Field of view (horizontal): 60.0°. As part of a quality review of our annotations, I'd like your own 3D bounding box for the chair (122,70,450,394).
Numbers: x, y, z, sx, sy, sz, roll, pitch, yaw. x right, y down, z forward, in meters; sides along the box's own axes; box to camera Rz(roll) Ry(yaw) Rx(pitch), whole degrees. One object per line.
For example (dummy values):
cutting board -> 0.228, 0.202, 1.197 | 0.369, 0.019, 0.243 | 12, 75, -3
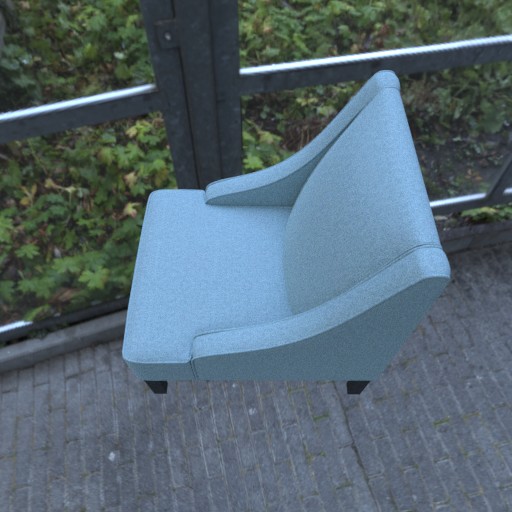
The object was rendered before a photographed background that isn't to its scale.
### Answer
chair -> 0.000, 0.000, 1.817 | 1.025, 1.133, 0.857 | 0, 57, 0
